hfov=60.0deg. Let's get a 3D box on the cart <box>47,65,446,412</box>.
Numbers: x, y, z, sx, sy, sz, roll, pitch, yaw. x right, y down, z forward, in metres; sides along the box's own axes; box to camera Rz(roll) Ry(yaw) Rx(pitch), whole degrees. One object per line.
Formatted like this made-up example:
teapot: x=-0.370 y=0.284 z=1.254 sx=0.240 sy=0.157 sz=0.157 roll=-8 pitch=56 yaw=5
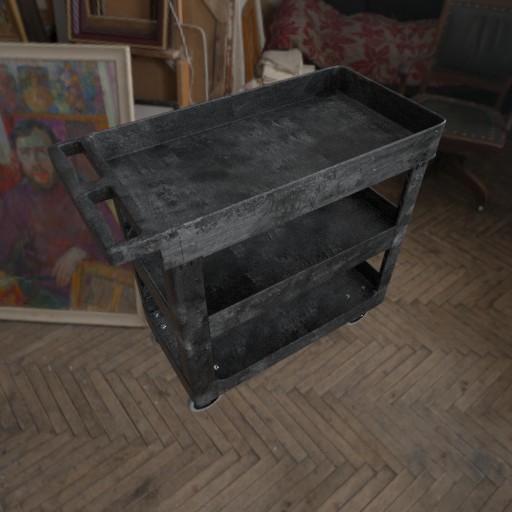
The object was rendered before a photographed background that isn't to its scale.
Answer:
cart: x=0.000 y=0.000 z=1.340 sx=0.877 sy=0.824 sz=0.420 roll=-24 pitch=50 yaw=-22
